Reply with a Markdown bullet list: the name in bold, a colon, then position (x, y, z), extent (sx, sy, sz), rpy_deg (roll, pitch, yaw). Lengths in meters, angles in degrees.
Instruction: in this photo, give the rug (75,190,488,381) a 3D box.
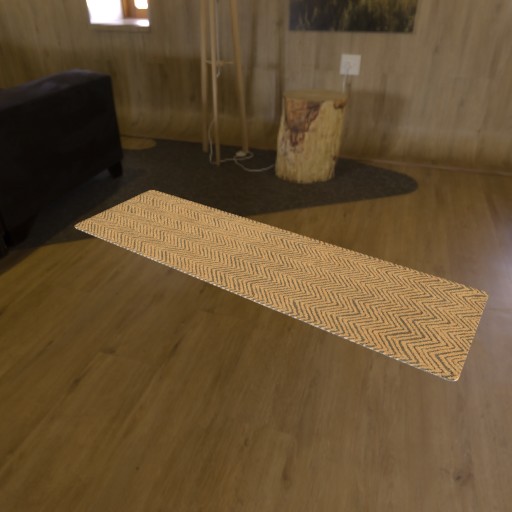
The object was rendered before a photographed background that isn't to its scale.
- **rug**: position (0.000, 0.000, 2.464), extent (2.286, 0.008, 0.686), rpy_deg (19, 37, 28)
